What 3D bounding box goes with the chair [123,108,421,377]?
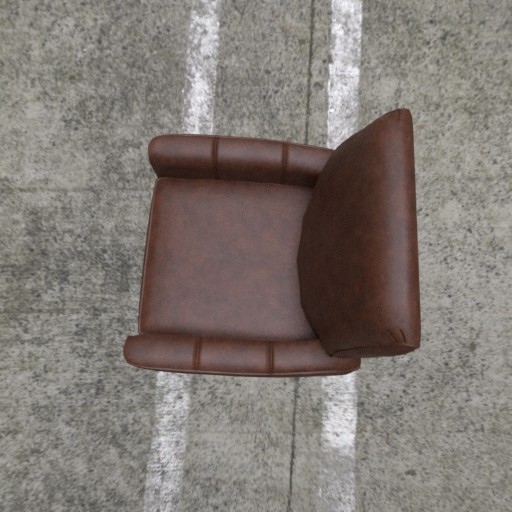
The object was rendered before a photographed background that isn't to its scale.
[{"bbox_3d":[0.000,0.000,1.590,0.850,1.010,0.839,3,76,1],"label":"chair"}]
